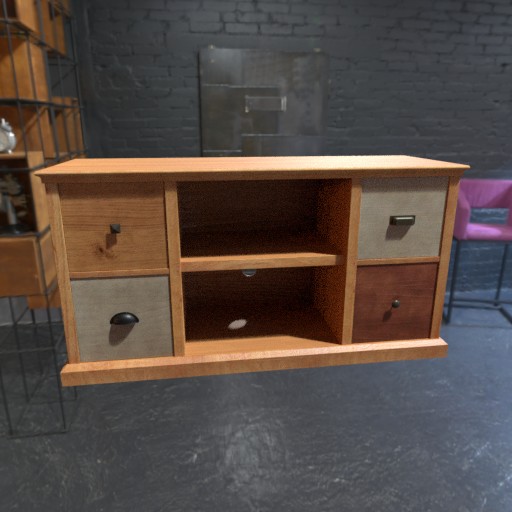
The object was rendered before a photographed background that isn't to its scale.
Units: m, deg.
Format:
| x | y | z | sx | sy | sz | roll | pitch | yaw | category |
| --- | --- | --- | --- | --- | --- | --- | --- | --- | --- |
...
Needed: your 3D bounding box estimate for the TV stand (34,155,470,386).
| x | y | z | sx | sy | sz | roll | pitch | yaw | category |
| --- | --- | --- | --- | --- | --- | --- | --- | --- | --- |
| 0.000 | 0.000 | 1.460 | 1.181 | 0.607 | 0.417 | -2 | 17 | -8 | TV stand |
